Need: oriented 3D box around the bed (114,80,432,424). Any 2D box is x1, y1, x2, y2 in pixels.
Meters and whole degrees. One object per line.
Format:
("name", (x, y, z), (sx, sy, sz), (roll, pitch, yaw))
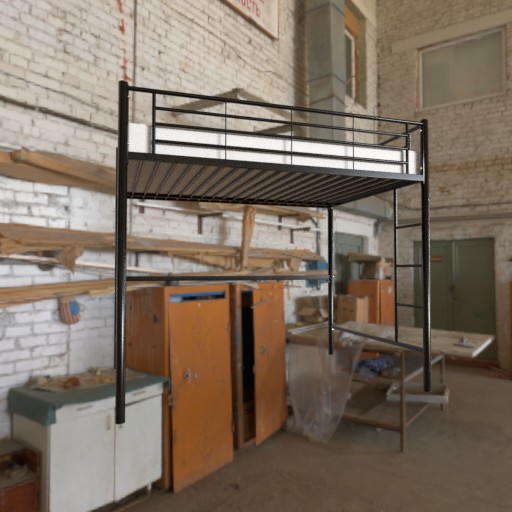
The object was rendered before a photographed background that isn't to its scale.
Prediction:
("bed", (0.000, 0.000, 3.284), (1.994, 1.803, 1.397), (1, -2, -18))
